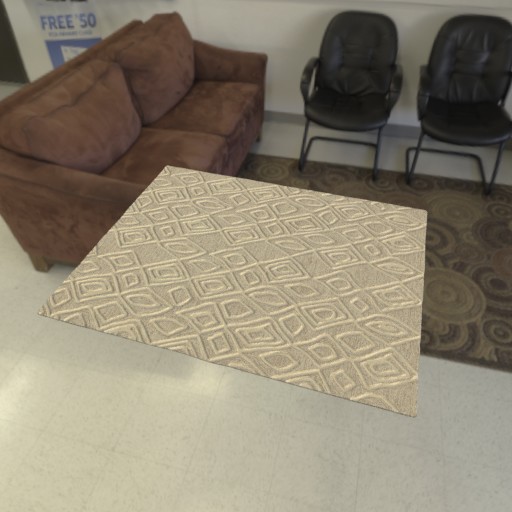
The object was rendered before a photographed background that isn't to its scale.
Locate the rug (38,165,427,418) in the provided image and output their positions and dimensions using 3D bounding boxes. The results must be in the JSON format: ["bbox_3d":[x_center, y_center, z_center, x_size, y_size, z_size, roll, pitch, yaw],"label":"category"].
[{"bbox_3d":[0.000,0.000,4.183,3.049,0.025,2.449,12,44,13],"label":"rug"}]
